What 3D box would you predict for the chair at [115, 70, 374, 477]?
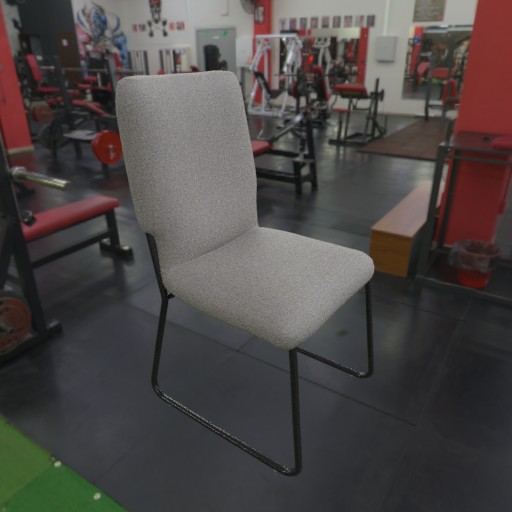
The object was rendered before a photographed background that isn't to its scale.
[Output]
[{"bbox_3d":[0.000,0.000,1.150,0.560,0.864,0.448,17,30,32],"label":"chair"}]
